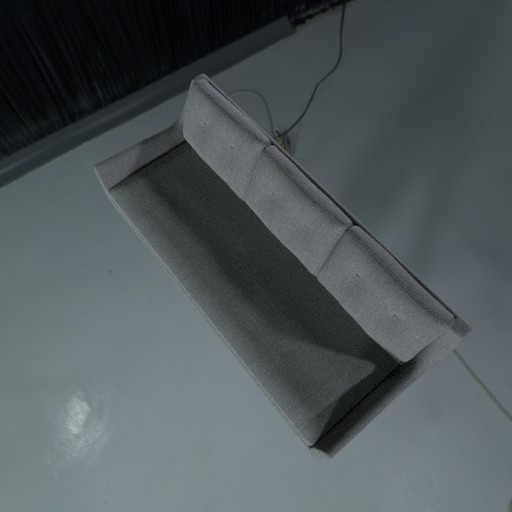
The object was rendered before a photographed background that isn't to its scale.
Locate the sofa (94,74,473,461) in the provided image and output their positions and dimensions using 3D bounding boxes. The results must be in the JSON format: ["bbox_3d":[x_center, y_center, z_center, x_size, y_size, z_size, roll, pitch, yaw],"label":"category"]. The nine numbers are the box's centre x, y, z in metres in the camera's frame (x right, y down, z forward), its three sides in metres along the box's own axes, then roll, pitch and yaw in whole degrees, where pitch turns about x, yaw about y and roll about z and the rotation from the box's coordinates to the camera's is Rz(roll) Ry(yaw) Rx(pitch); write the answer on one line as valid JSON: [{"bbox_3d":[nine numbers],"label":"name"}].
[{"bbox_3d":[0.000,0.000,2.489,0.849,0.837,2.060,-36,69,-16],"label":"sofa"}]
